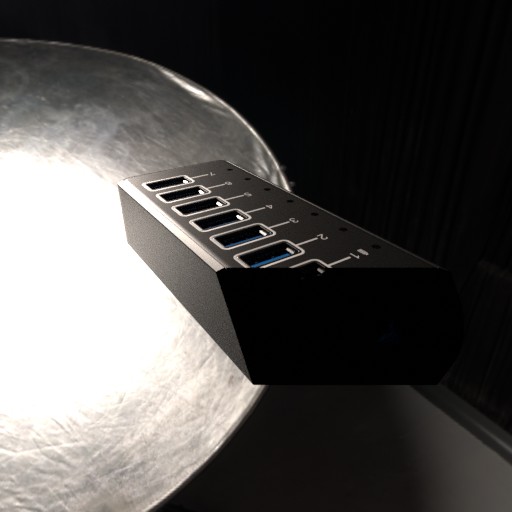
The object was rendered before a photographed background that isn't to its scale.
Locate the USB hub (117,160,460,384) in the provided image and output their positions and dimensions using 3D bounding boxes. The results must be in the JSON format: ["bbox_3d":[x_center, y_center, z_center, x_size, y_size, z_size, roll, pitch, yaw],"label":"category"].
[{"bbox_3d":[0.000,0.000,0.128,0.044,0.023,0.110,-18,34,-29],"label":"USB hub"}]
